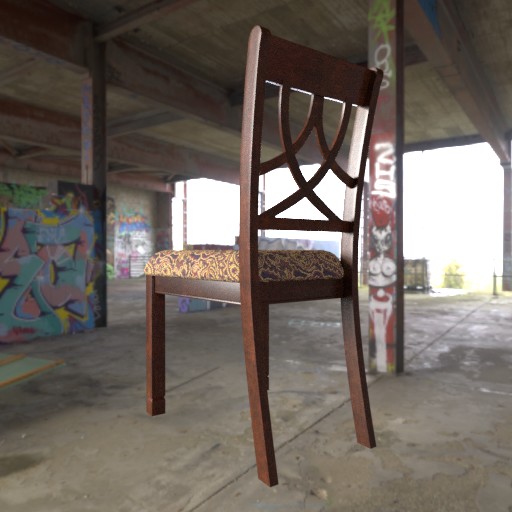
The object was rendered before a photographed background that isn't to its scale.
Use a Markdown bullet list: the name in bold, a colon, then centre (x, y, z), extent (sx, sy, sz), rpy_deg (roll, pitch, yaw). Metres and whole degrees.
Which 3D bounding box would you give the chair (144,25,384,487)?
- **chair**: centre (0.000, 0.000, 1.262), extent (0.457, 0.965, 0.584), rpy_deg (0, 1, -35)
